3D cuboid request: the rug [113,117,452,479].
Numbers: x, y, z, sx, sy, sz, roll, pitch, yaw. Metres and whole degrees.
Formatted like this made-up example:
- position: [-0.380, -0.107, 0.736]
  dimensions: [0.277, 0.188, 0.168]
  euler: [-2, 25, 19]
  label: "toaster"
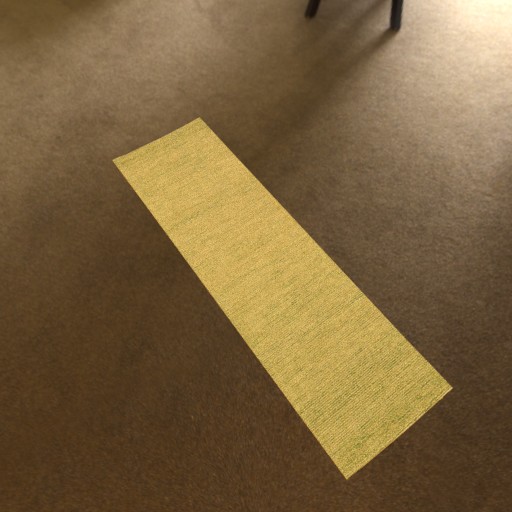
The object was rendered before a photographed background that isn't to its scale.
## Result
- position: [0.000, 0.000, 2.538]
  dimensions: [0.686, 0.013, 2.340]
  euler: [-31, 64, -18]
  label: "rug"
